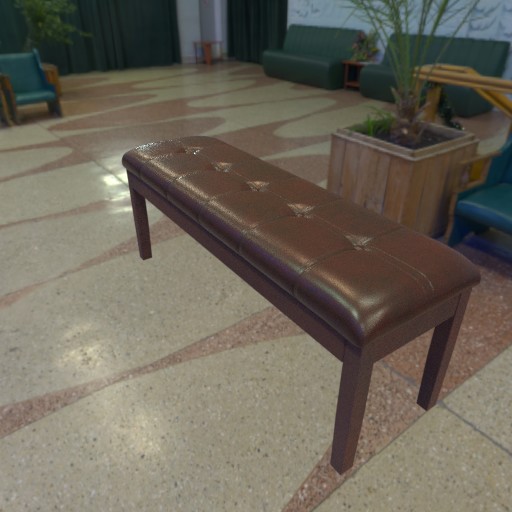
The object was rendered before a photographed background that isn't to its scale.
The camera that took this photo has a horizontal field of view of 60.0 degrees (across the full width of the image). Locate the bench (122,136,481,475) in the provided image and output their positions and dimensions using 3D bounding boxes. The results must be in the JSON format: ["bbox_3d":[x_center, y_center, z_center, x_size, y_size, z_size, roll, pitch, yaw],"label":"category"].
[{"bbox_3d":[0.000,0.000,1.448,0.401,0.491,1.259,-20,36,-29],"label":"bench"}]
